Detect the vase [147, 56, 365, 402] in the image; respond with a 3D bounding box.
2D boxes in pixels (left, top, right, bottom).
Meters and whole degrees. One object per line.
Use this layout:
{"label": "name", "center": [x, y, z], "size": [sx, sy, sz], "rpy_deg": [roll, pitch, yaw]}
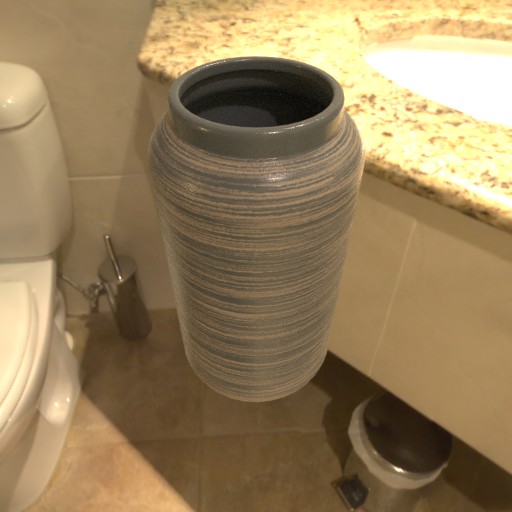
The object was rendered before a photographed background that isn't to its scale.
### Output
{"label": "vase", "center": [0.000, 0.000, 0.297], "size": [0.116, 0.230, 0.116], "rpy_deg": [0, 45, 0]}
